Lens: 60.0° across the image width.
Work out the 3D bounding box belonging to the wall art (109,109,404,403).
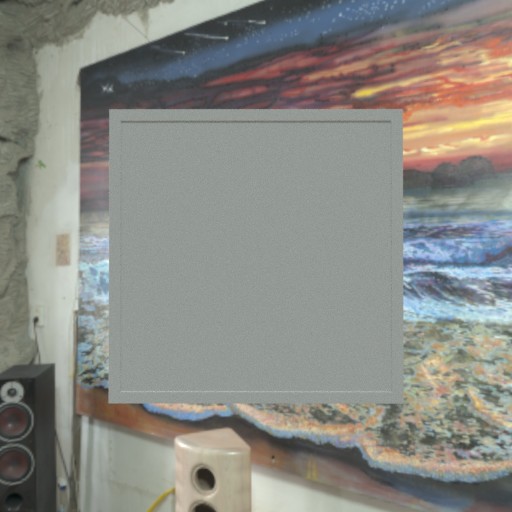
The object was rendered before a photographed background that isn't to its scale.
[{"bbox_3d":[0.000,0.000,1.002,0.660,0.660,0.015,0,0,0],"label":"wall art"}]
